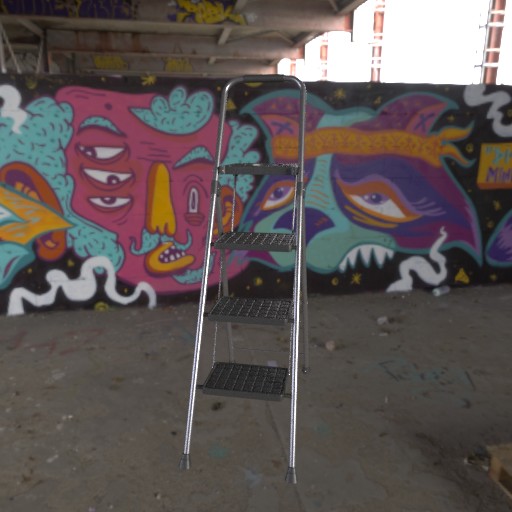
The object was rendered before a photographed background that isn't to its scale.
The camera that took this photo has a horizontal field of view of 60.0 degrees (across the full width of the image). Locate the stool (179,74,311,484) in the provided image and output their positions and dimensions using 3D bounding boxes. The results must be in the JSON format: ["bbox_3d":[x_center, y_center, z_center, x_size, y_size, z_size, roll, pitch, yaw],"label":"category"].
[{"bbox_3d":[0.000,0.000,1.610,0.396,1.277,0.733,3,15,10],"label":"stool"}]
